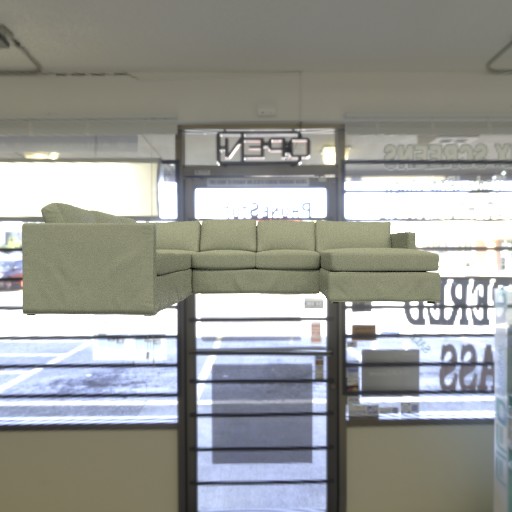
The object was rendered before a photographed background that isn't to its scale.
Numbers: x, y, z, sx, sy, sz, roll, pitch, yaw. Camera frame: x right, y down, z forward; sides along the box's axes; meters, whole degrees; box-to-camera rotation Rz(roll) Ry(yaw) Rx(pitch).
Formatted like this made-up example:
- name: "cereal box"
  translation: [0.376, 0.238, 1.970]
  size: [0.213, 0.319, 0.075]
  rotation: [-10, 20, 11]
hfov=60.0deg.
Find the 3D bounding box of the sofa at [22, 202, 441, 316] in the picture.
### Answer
- name: "sofa"
  translation: [0.000, 0.000, 4.473]
  size: [3.460, 0.882, 2.427]
  rotation: [0, 1, 2]
